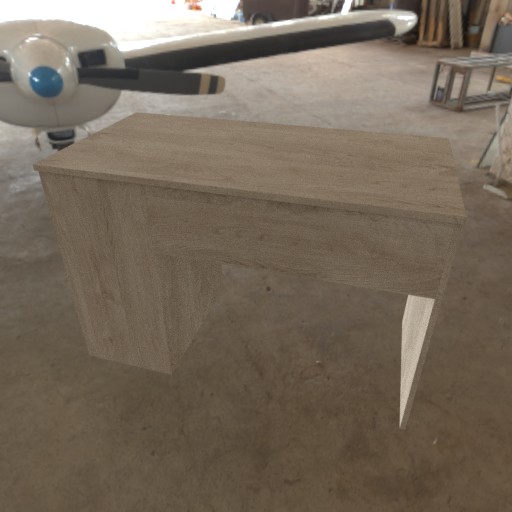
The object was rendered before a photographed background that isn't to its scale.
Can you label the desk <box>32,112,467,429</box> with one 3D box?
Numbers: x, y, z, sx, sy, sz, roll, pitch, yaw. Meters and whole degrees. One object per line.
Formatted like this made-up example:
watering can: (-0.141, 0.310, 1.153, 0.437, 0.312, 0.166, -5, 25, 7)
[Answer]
desk: (0.000, 0.000, 1.487, 1.096, 0.730, 0.560, 9, 33, 14)
